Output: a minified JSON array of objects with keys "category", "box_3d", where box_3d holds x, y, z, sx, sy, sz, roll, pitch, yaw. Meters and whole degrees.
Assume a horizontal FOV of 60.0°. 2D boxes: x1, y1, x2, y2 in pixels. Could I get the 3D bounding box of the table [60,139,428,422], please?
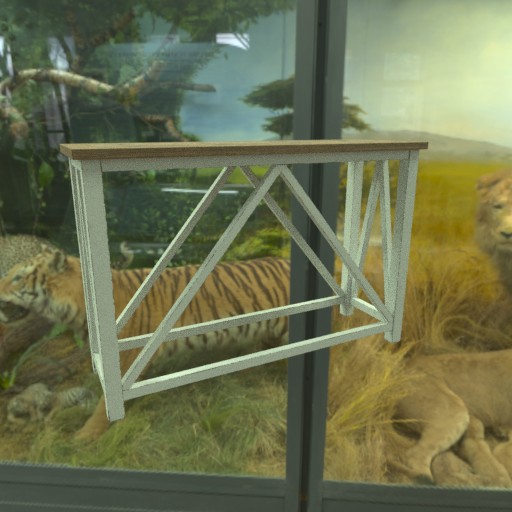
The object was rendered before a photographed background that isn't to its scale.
[{"category":"table","box_3d":[0.000,0.000,1.880,1.400,0.930,0.450,-8,18,-26]}]
